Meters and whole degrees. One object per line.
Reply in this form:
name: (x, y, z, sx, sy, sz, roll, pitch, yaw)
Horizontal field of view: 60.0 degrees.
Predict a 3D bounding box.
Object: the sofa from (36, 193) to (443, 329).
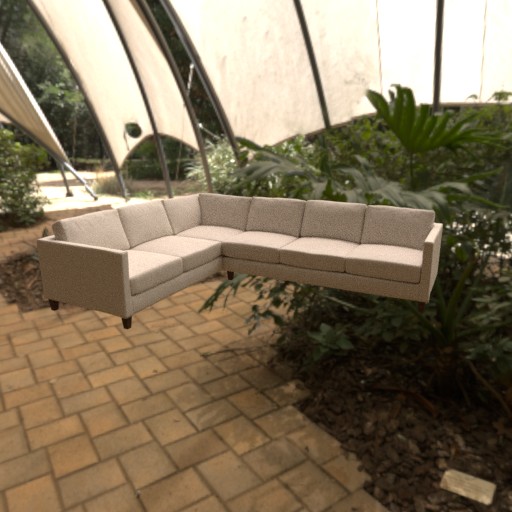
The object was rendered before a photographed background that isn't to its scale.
sofa: (0.000, 0.000, 4.348, 3.182, 0.863, 2.432, 8, 17, 26)
